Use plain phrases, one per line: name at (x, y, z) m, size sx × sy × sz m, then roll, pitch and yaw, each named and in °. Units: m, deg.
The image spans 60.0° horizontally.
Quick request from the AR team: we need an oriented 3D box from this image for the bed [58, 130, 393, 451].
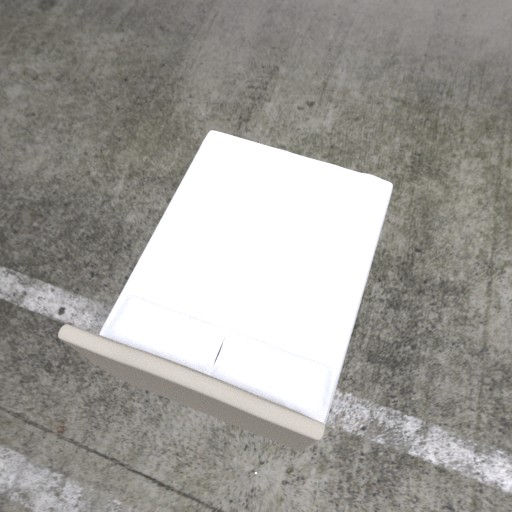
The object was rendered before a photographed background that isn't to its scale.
bed at (0.000, 0.000, 3.660) m, size 1.977 × 1.437 × 2.477 m, roll 19°, pitch 65°, yaw 9°
